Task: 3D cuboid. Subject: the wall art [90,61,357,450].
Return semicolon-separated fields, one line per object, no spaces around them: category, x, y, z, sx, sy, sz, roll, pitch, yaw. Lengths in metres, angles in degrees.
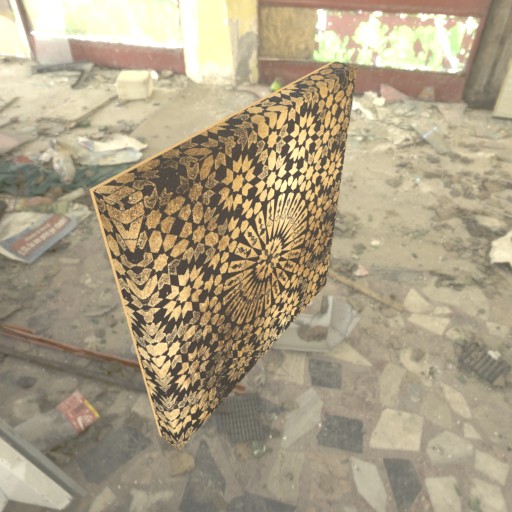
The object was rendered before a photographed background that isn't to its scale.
wall art;0.000;0.000;0.606;0.038;0.405;0.405;26;47;27
